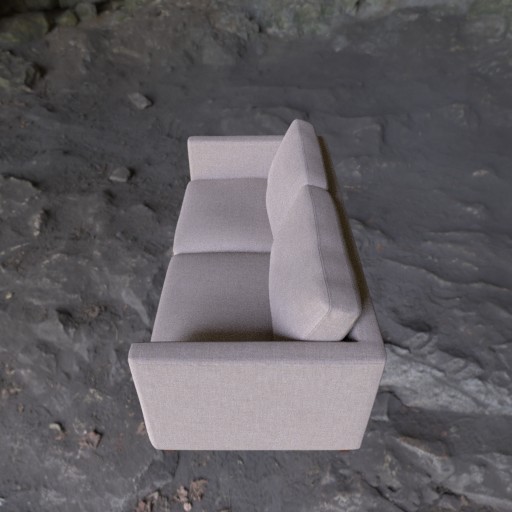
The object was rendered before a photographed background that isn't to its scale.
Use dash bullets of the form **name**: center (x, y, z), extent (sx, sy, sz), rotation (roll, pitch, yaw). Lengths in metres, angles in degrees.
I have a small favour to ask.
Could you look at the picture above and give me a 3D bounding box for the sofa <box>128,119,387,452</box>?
- **sofa**: center (0.000, 0.000, 2.441), extent (0.951, 0.947, 1.884), rotation (0, 39, 0)
